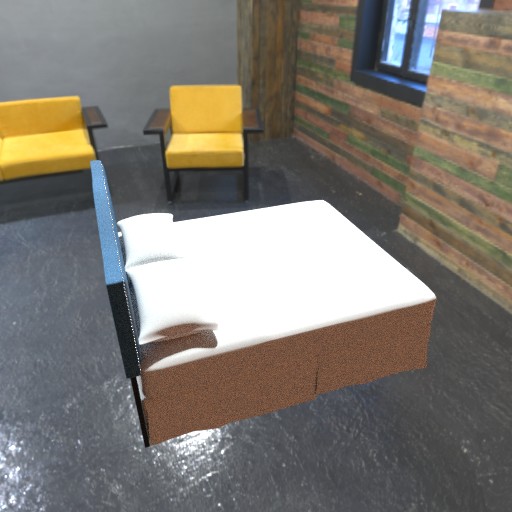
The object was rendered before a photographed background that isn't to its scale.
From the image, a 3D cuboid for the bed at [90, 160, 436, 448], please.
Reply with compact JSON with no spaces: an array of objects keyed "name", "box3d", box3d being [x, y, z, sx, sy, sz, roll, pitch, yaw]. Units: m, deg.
[{"name":"bed","box3d":[0.000,0.000,2.975,1.872,1.169,1.610,-11,33,-17]}]
